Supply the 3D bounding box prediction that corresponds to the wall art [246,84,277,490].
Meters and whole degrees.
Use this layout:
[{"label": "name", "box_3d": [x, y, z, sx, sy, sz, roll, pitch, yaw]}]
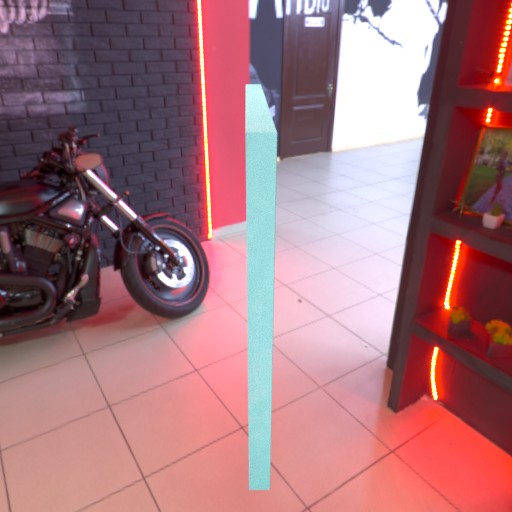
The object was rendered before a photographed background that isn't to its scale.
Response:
[{"label": "wall art", "box_3d": [0.000, 0.000, 0.902, 0.036, 0.603, 0.603, -1, 26, -1]}]
